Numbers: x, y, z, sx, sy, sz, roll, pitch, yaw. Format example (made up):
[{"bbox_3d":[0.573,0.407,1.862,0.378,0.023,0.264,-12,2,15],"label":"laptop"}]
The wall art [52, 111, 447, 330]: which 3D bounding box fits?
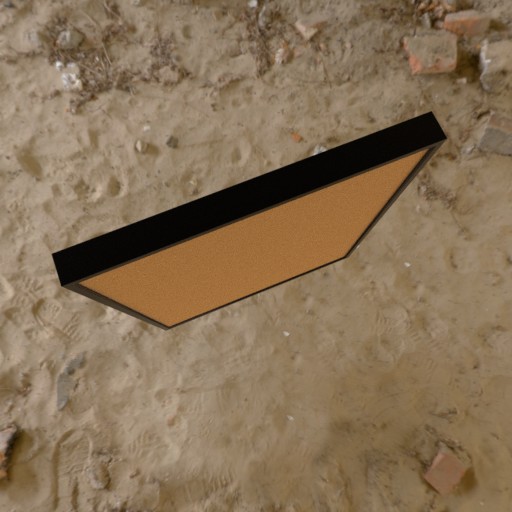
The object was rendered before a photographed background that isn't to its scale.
[{"bbox_3d":[0.000,0.000,0.752,0.451,0.553,0.039,-21,77,-5],"label":"wall art"}]
